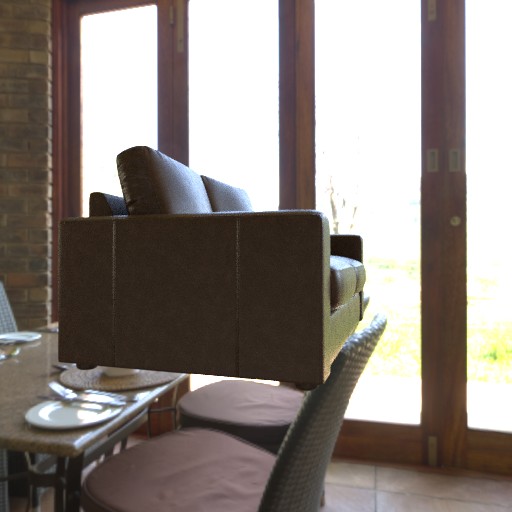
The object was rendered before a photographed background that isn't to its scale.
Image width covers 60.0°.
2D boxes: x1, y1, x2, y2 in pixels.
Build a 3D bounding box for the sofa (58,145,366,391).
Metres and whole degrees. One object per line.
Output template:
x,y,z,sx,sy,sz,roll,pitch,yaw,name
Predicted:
0.000,0.000,2.233,1.016,0.873,1.616,0,0,18,sofa
